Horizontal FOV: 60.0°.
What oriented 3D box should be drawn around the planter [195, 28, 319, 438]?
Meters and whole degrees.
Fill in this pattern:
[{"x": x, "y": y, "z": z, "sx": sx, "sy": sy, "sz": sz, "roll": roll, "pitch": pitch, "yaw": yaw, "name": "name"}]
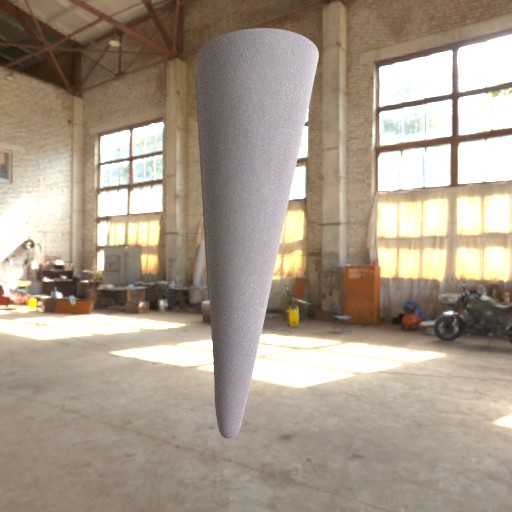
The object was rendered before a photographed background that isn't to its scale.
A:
[{"x": 0.000, "y": 0.000, "z": 0.292, "sx": 0.078, "sy": 0.259, "sz": 0.087, "roll": 1, "pitch": -1, "yaw": -37, "name": "planter"}]
